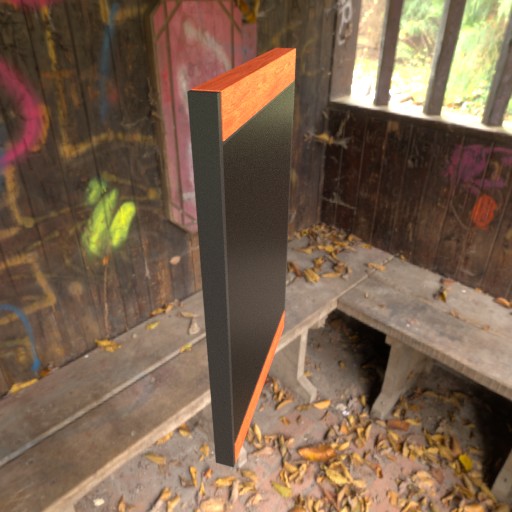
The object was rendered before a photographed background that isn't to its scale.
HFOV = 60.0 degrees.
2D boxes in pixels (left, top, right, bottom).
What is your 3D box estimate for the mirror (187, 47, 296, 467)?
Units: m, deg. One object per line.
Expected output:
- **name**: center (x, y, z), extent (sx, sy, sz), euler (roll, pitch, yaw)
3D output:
- **mirror**: center (0.000, 0.000, 1.025), extent (0.047, 0.823, 0.525), euler (8, 32, 14)
